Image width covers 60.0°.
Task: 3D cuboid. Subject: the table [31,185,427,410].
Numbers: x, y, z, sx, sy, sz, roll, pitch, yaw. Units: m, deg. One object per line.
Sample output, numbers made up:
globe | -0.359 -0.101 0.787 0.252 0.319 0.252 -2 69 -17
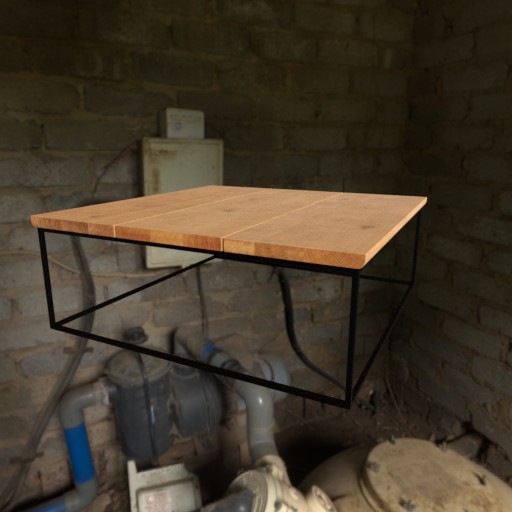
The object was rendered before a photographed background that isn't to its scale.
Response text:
table | 0.000 0.000 1.736 1.100 0.400 1.100 7 17 26
